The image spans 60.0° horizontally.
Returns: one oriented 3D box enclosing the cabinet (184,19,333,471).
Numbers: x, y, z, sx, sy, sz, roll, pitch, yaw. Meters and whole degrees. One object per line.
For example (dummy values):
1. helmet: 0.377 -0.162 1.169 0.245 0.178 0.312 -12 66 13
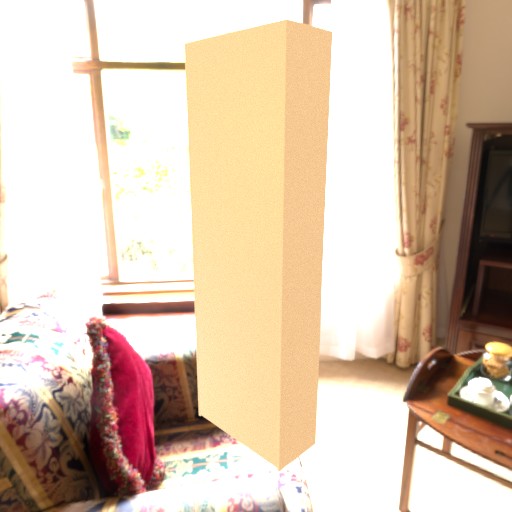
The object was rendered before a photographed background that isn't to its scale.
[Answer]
1. cabinet: 0.000 0.000 1.813 0.255 1.630 0.520 -15 21 -43
